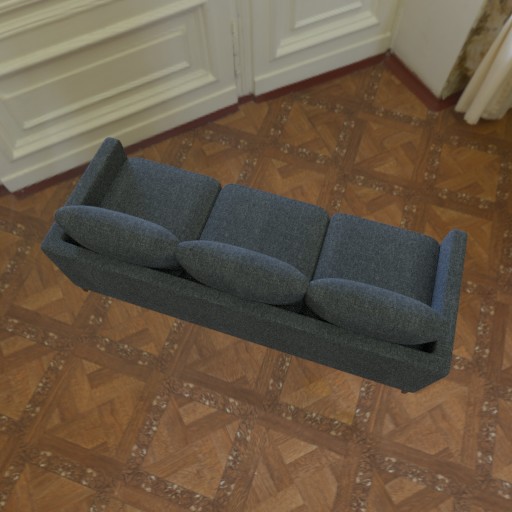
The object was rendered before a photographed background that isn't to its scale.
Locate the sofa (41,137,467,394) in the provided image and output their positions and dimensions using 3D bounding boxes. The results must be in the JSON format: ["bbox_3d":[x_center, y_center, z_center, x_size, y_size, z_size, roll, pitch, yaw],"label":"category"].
[{"bbox_3d":[0.000,0.000,2.631,2.218,0.874,0.859,16,65,8],"label":"sofa"}]
